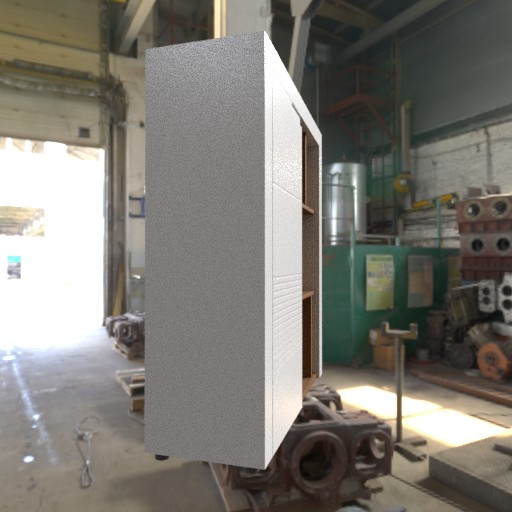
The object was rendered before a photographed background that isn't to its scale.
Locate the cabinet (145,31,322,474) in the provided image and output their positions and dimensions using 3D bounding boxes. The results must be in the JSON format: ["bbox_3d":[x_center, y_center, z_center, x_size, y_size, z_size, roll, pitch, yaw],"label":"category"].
[{"bbox_3d":[0.000,0.000,1.658,0.348,1.150,0.990,0,-1,17],"label":"cabinet"}]
